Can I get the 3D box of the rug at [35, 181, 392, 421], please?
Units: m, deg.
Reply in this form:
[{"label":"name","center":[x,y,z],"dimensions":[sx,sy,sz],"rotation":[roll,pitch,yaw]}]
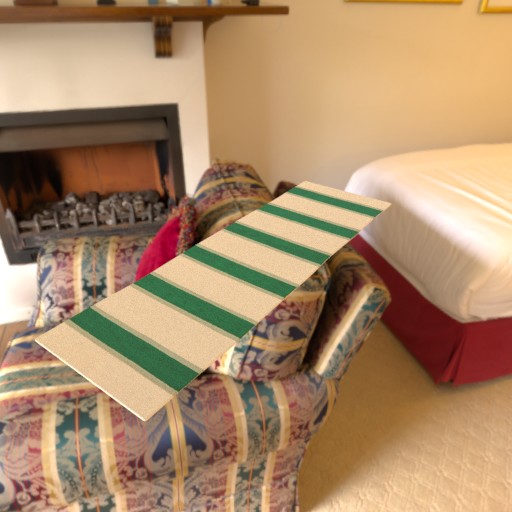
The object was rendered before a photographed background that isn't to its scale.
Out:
[{"label":"rug","center":[0.000,0.000,2.709],"dimensions":[0.768,0.012,2.438],"rotation":[21,37,30]}]
